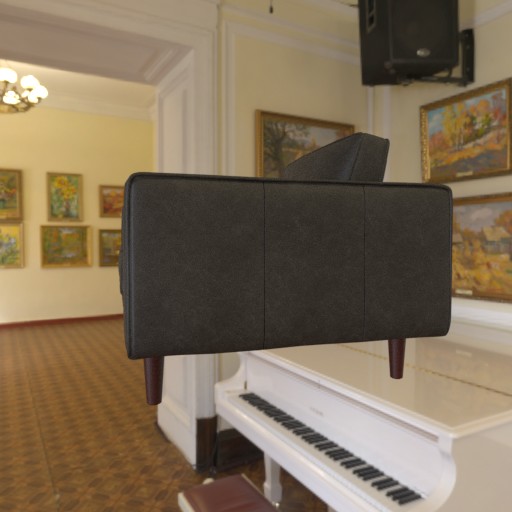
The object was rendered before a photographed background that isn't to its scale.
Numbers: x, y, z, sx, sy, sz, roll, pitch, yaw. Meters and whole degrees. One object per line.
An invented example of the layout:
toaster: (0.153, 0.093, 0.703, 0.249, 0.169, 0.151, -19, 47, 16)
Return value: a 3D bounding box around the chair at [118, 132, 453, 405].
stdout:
chair: (0.000, 0.000, 1.540, 0.914, 0.763, 0.889, -1, 2, -17)
